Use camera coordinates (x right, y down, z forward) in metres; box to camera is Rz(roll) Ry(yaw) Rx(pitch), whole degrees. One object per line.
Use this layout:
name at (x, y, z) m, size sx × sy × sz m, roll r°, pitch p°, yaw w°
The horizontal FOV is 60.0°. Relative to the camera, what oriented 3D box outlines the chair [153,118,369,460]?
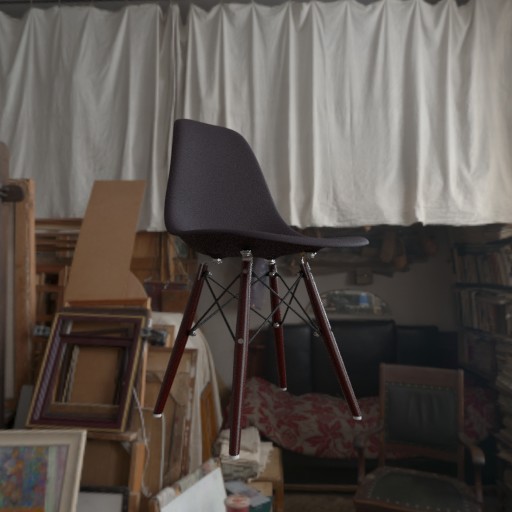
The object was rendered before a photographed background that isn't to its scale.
chair at (0.000, 0.000, 1.157) m, size 0.470 × 0.826 × 0.533 m, roll 1°, pitch -2°, yaw -38°
